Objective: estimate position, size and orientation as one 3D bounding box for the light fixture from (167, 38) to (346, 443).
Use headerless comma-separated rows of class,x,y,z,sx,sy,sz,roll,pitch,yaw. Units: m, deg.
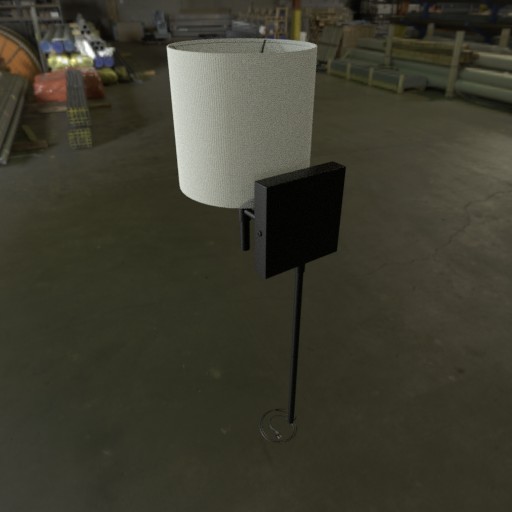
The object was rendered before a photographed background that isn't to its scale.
light fixture,0.000,0.000,0.688,0.188,0.589,0.248,-20,36,-30
